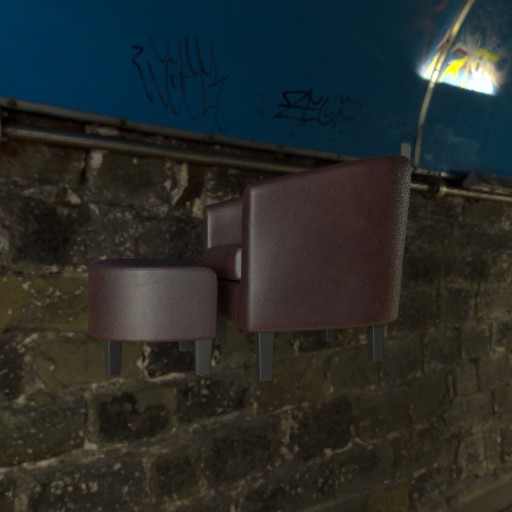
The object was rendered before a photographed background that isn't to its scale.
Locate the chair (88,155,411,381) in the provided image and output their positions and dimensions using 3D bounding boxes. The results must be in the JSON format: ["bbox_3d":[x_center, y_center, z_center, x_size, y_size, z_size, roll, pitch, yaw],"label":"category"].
[{"bbox_3d":[0.000,0.000,1.658,1.176,0.755,0.737,0,0,-18],"label":"chair"}]
